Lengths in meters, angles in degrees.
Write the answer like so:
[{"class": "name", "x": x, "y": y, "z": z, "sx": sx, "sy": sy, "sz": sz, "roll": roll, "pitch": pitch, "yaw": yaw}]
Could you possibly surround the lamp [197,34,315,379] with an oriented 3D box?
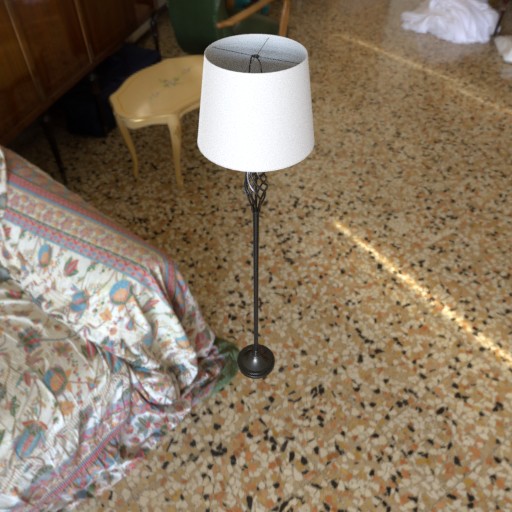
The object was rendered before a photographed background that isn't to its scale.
[{"class": "lamp", "x": 0.000, "y": 0.000, "z": 1.820, "sx": 0.379, "sy": 1.623, "sz": 0.379, "roll": 0, "pitch": 45, "yaw": 0}]
